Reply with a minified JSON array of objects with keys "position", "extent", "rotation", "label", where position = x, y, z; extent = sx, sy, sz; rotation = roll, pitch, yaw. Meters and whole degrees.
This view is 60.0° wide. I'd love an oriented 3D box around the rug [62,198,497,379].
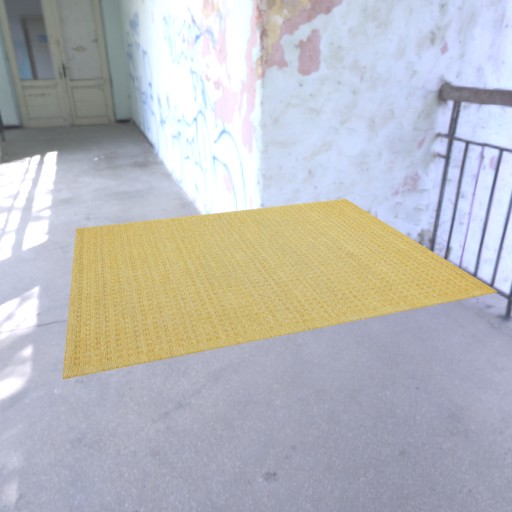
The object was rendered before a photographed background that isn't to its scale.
[{"position":[0.000,0.000,4.153],"extent":[3.242,0.015,2.486],"rotation":[-8,27,-17],"label":"rug"}]
